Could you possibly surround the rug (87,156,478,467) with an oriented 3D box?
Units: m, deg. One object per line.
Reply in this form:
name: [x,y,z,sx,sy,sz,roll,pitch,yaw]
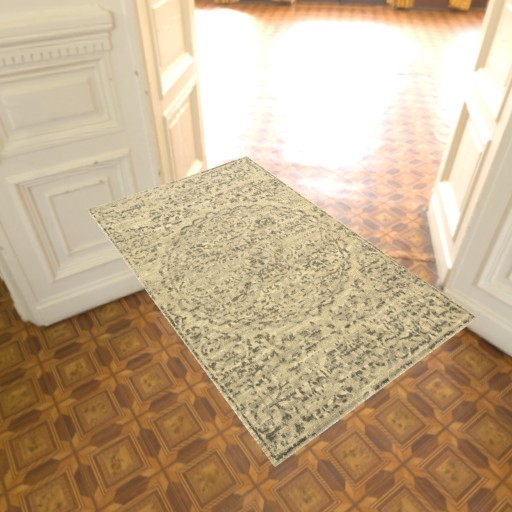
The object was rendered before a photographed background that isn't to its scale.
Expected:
rug: [0.000,0.000,3.074,1.527,0.021,2.447,-25,47,-26]
